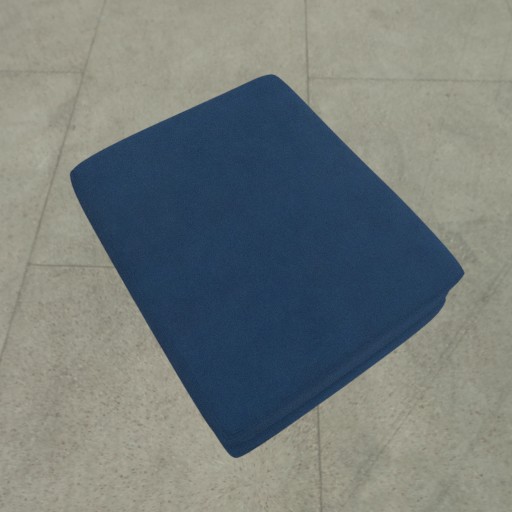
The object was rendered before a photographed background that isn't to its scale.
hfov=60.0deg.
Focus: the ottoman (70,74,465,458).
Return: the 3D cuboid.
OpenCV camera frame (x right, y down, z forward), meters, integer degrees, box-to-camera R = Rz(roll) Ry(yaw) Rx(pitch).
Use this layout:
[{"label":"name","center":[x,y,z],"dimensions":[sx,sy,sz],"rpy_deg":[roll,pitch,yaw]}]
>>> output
[{"label":"ottoman","center":[0.000,0.000,1.192],"dimensions":[0.655,0.485,0.794],"rpy_deg":[-31,67,-15]}]
